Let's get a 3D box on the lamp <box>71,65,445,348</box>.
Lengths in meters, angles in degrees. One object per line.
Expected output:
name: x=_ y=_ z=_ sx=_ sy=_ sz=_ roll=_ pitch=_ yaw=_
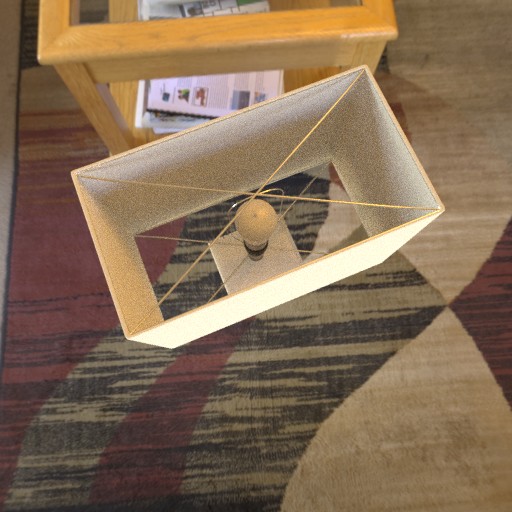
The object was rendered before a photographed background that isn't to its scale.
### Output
lamp: x=0.000 y=0.000 z=0.707 sx=0.334 sy=0.543 sz=0.182 roll=-22 pitch=77 yaw=-5
